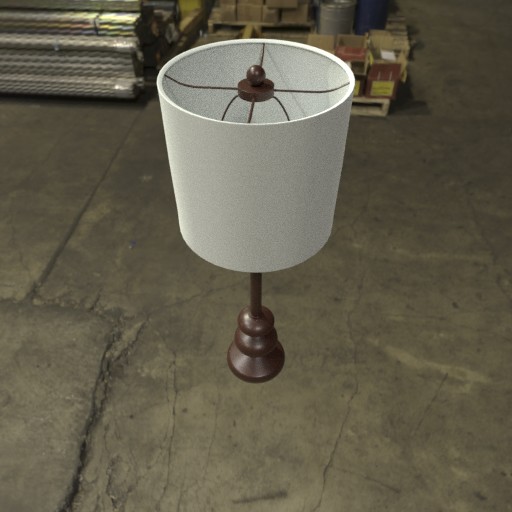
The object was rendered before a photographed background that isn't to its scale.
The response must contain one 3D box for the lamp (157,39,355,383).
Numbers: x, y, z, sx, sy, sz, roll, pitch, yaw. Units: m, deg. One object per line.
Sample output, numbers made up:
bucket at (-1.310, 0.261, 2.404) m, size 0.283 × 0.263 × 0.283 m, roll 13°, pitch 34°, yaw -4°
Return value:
lamp at (0.000, 0.000, 0.809) m, size 0.254 × 0.690 × 0.254 m, roll 4°, pitch 46°, yaw 4°
